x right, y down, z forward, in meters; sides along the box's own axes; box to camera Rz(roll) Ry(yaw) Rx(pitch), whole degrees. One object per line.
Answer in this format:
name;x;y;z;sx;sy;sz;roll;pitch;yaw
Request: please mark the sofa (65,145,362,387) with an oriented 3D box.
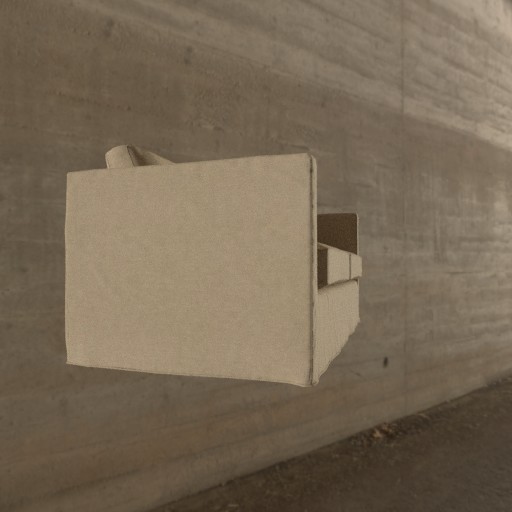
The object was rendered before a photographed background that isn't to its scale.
sofa;0.000;0.000;2.284;0.962;0.835;1.719;0;-2;18
